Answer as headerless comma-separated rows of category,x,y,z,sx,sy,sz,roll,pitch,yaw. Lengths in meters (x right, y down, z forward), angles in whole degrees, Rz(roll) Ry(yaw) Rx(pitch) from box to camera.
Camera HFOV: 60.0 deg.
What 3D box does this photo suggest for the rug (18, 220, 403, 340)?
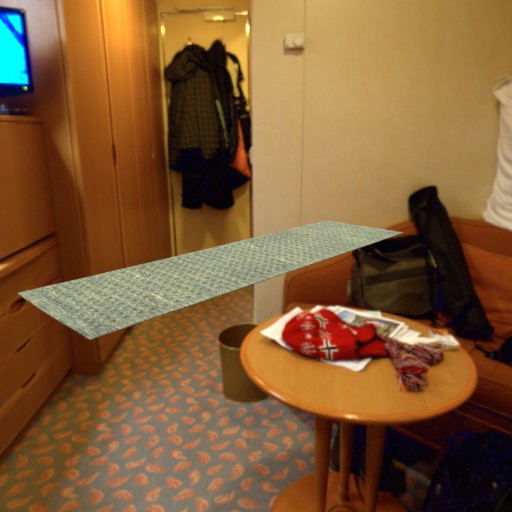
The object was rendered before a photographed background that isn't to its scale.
rug,0.000,0.000,2.646,0.688,0.008,2.443,14,21,42
